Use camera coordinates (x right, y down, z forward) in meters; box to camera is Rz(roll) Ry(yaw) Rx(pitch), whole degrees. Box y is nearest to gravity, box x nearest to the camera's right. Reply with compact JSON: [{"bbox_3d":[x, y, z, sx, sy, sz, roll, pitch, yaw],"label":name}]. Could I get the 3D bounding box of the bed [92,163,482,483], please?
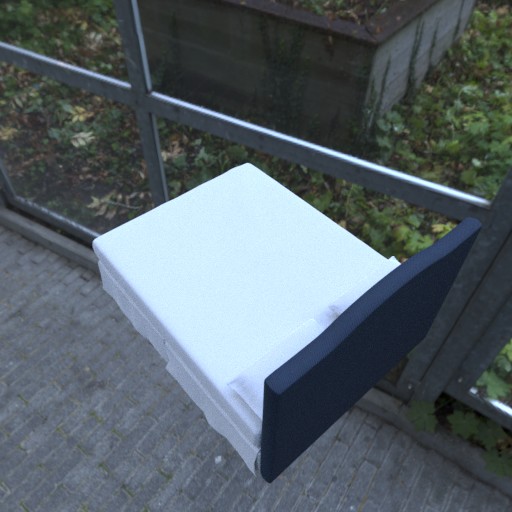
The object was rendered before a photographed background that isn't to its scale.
[{"bbox_3d":[0.000,0.000,3.369,1.821,1.436,2.282,-32,55,-26],"label":"bed"}]
